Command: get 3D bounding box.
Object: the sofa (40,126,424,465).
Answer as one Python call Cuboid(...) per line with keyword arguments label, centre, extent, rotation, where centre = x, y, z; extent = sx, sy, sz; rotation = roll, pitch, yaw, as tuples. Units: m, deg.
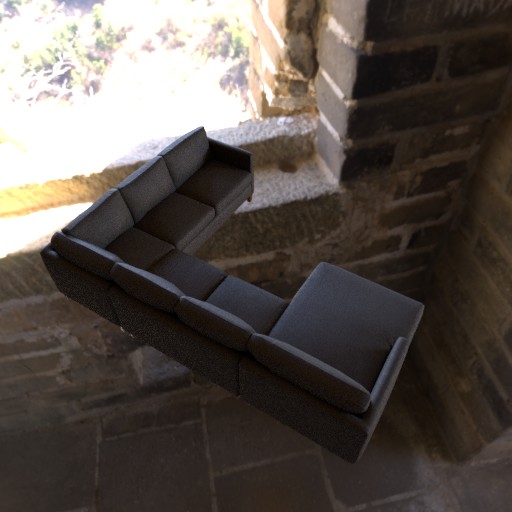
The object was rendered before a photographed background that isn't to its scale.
Cuboid(label="sofa", centre=(0.000, 0.000, 4.642), extent=(3.460, 0.961, 2.594), rotation=(24, 51, 21))
